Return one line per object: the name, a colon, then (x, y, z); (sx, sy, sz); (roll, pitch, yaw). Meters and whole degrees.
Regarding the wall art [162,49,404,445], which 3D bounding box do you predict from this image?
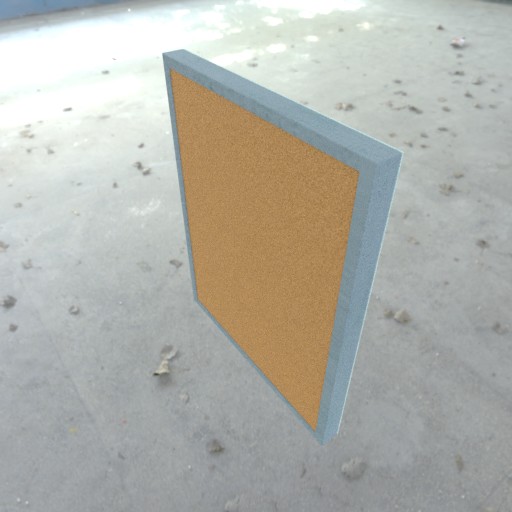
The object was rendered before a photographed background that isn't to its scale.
wall art: (0.000, 0.000, 0.687); (0.037, 0.509, 0.409); (-25, 46, -27)
